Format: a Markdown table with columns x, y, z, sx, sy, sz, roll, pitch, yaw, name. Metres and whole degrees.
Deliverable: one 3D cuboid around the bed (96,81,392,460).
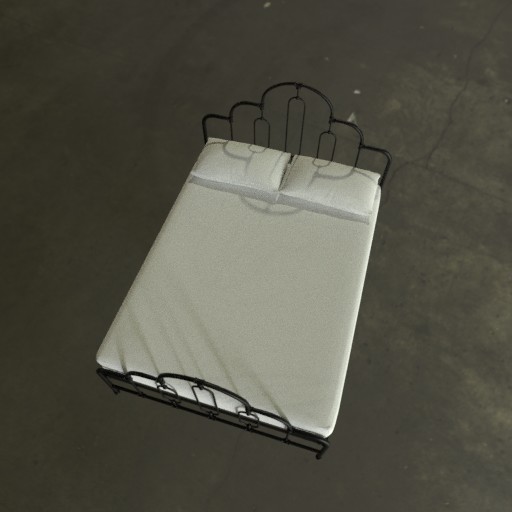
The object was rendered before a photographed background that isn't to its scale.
| x | y | z | sx | sy | sz | roll | pitch | yaw | name |
| --- | --- | --- | --- | --- | --- | --- | --- | --- | --- |
| 0.000 | 0.000 | 3.255 | 1.626 | 1.444 | 2.181 | 14 | 58 | 9 | bed |
